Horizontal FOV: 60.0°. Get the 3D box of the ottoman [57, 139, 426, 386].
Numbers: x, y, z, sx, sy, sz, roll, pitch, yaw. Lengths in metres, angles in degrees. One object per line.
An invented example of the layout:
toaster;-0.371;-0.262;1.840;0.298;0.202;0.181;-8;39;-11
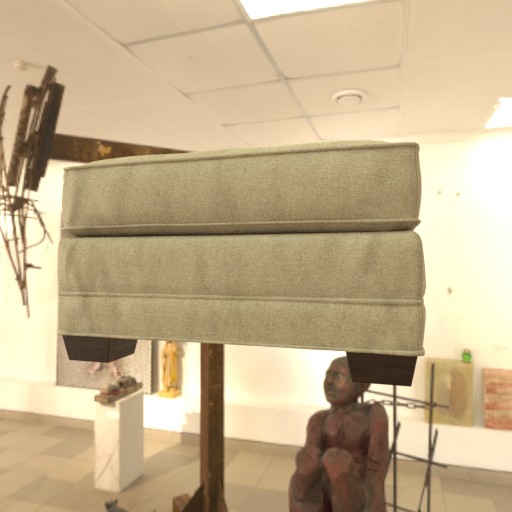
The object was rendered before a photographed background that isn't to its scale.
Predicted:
ottoman;0.000;0.000;1.219;0.848;0.508;0.611;0;-1;17
